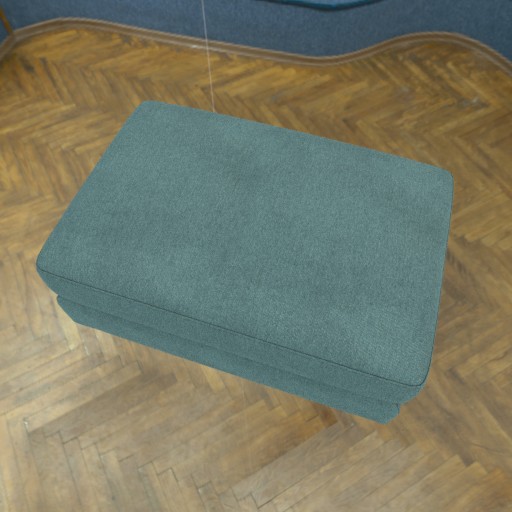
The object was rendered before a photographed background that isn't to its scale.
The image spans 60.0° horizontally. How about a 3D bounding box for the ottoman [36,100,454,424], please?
[{"bbox_3d":[0.000,0.000,1.166,0.864,0.483,0.584,16,61,9],"label":"ottoman"}]
